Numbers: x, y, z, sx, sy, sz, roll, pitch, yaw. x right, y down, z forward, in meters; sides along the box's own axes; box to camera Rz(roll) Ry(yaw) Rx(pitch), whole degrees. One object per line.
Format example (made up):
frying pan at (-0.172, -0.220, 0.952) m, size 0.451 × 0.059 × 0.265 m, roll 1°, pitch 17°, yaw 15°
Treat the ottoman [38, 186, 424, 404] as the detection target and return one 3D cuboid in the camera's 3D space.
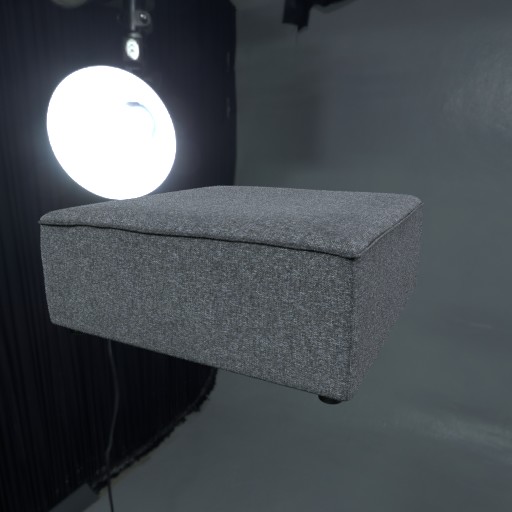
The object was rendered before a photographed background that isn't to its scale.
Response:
ottoman at (0.000, 0.000, 1.599) m, size 1.017 × 0.423 × 1.021 m, roll 7°, pitch 16°, yaw 27°
